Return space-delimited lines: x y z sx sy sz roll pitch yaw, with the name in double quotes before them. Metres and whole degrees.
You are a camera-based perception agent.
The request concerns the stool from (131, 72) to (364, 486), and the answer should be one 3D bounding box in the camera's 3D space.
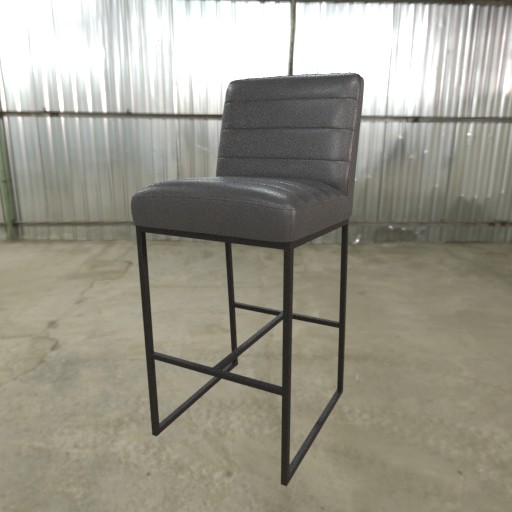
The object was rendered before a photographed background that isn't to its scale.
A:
"stool" 0.000 0.000 1.303 0.457 1.040 0.552 8 17 27
